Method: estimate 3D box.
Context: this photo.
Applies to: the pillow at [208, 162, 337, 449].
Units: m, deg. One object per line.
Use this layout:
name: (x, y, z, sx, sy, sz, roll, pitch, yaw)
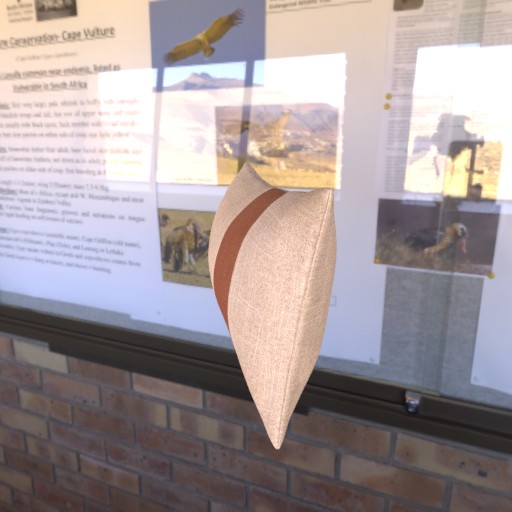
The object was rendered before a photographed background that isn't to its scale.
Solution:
pillow: (0.000, 0.000, 0.737, 0.155, 0.282, 0.612, -2, 14, -8)
